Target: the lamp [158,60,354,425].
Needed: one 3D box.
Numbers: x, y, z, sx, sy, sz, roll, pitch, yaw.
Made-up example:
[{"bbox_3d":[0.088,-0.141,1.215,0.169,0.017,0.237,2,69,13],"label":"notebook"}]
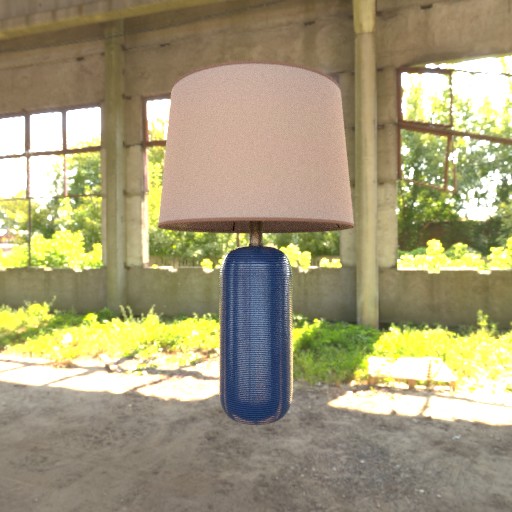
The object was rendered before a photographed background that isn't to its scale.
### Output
[{"bbox_3d":[0.000,0.000,0.849,0.367,0.609,0.367,0,0,0],"label":"lamp"}]
